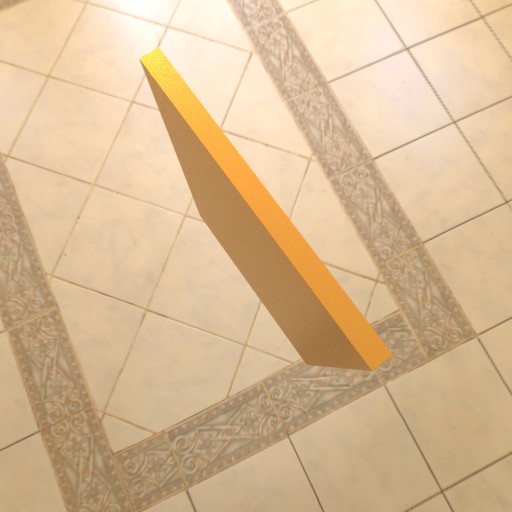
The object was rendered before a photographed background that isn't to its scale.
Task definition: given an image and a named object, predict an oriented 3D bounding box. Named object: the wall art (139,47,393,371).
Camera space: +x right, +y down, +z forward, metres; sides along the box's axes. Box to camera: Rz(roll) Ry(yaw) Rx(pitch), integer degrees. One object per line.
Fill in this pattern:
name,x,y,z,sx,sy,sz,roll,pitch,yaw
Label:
wall art,0.000,0.000,1.068,0.038,0.812,0.610,-35,79,-8
